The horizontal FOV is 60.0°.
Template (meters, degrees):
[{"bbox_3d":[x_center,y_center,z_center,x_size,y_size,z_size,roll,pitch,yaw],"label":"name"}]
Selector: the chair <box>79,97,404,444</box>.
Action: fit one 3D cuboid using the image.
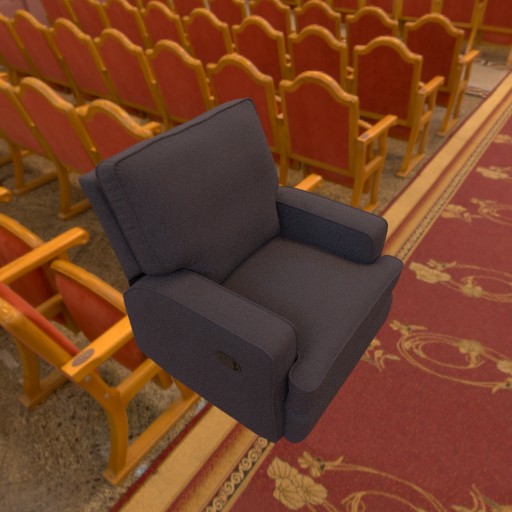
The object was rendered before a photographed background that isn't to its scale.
[{"bbox_3d":[0.000,0.000,1.739,0.964,0.962,0.861,25,46,27],"label":"chair"}]
